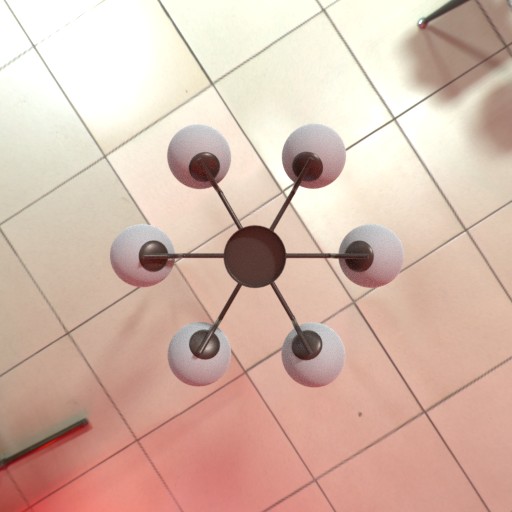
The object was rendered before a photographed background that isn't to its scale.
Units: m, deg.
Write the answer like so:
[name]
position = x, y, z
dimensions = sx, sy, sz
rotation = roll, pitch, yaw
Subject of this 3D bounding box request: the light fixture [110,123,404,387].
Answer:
[light fixture]
position = 0.000, 0.000, 0.981
dimensions = 0.662, 0.201, 0.662
rotation = 0, 91, 1
